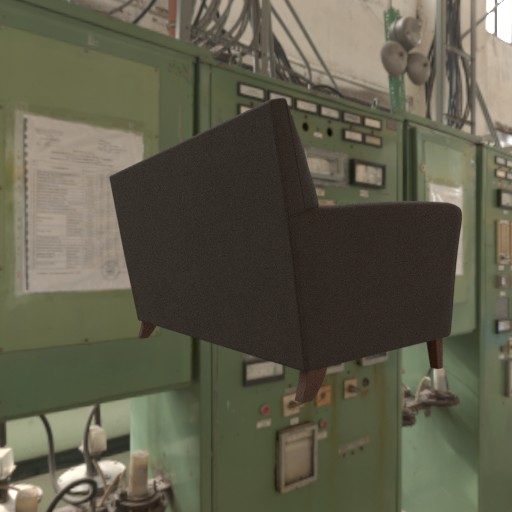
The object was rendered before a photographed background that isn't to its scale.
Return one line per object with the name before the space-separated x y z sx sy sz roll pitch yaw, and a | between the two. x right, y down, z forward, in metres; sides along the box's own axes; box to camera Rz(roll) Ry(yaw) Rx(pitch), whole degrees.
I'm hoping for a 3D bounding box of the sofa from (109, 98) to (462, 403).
sofa | 0.000 0.000 1.954 0.871 0.846 1.420 0 0 -36
